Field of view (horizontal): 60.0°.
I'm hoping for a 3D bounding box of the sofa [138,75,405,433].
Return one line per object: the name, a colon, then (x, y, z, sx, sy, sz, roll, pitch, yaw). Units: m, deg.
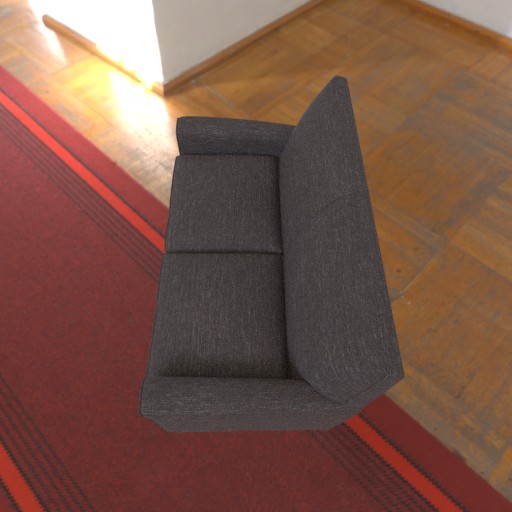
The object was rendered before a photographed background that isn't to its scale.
sofa: (0.000, 0.000, 2.051, 0.867, 0.905, 1.509, 0, 57, 0)
